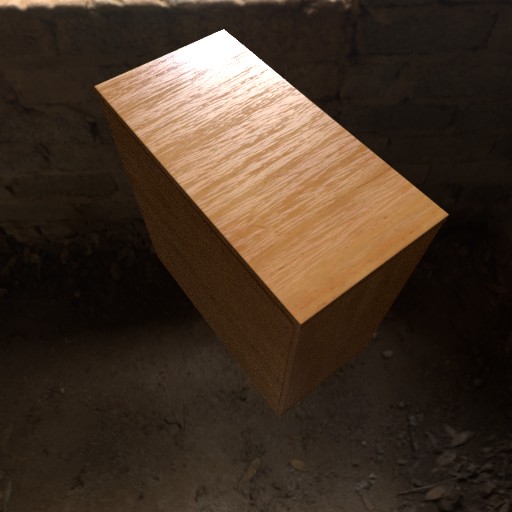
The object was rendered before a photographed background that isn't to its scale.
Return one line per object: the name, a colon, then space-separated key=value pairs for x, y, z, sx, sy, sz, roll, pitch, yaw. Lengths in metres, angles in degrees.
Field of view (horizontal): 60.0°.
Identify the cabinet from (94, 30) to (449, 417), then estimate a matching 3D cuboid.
cabinet: x=0.000 y=0.000 z=1.438 sx=0.419 sy=1.001 sz=0.800 roll=-33 pitch=64 yaw=-18
